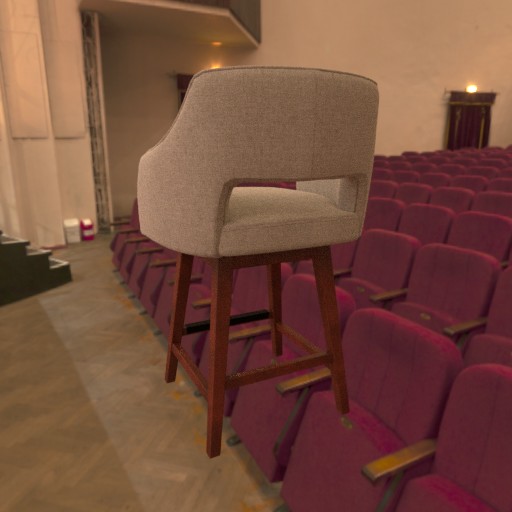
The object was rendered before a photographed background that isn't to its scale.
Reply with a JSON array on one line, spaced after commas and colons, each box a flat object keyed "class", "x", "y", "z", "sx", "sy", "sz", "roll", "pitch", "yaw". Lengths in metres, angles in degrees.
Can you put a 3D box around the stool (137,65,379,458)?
[{"class": "stool", "x": 0.000, "y": 0.000, "z": 1.279, "sx": 0.599, "sy": 0.944, "sz": 0.558, "roll": -7, "pitch": 16, "yaw": -26}]
